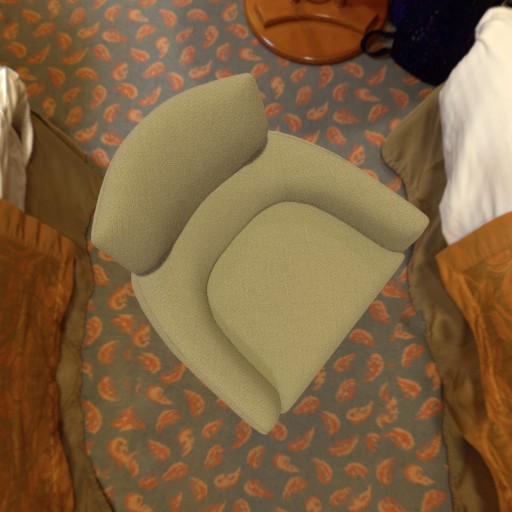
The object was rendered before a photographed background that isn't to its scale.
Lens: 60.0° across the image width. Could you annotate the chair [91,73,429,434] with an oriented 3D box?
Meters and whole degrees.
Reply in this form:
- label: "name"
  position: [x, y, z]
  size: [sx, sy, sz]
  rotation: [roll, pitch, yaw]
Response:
- label: "chair"
  position: [0.000, 0.000, 1.366]
  size: [0.730, 0.810, 0.760]
  rotation: [39, 80, 8]
